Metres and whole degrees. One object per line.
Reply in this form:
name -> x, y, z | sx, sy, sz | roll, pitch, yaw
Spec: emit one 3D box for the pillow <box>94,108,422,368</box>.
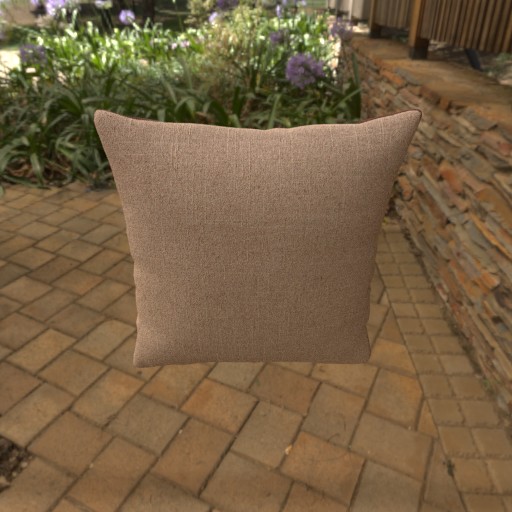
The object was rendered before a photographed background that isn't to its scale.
pillow -> 0.000, 0.000, 0.693 | 0.437, 0.448, 0.147 | -1, 30, -2
